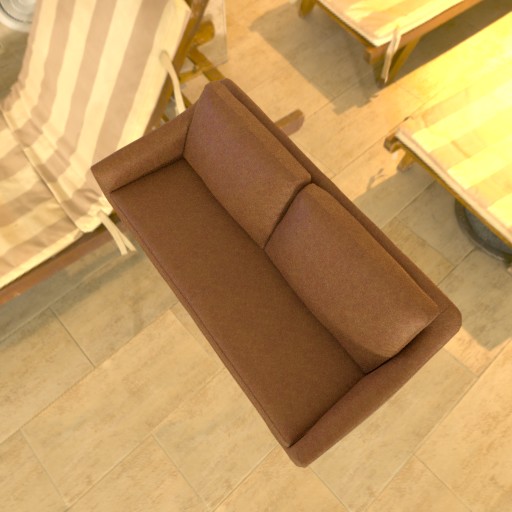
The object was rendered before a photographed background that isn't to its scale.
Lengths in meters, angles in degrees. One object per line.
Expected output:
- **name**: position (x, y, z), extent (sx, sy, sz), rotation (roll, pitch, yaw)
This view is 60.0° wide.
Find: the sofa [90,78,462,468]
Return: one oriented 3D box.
- **sofa**: position (0.000, 0.000, 2.520), extent (0.981, 0.945, 2.036), rotation (-34, 69, -15)
